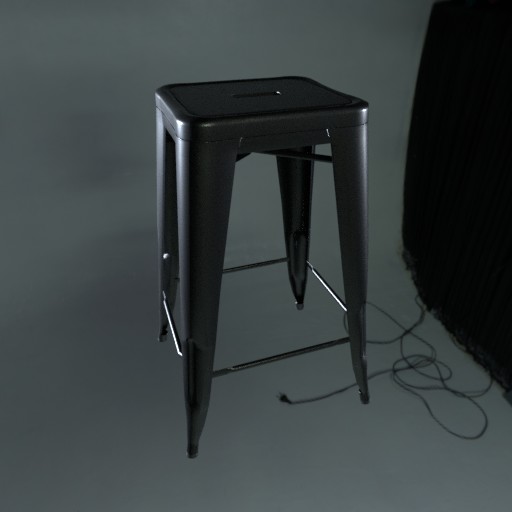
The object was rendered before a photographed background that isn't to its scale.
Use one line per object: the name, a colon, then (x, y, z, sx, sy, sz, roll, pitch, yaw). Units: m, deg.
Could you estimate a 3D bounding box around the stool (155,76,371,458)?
stool: (0.000, 0.000, 0.864, 0.399, 0.609, 0.359, -11, 33, -17)
